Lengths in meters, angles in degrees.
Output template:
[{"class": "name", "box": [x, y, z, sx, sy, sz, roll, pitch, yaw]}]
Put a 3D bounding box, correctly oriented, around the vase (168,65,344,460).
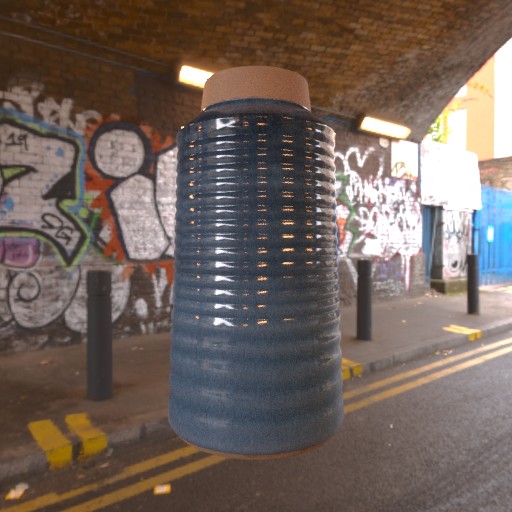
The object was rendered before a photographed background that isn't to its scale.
[{"class": "vase", "box": [0.000, 0.000, 0.416, 0.163, 0.316, 0.163, 0, 2, 0]}]
